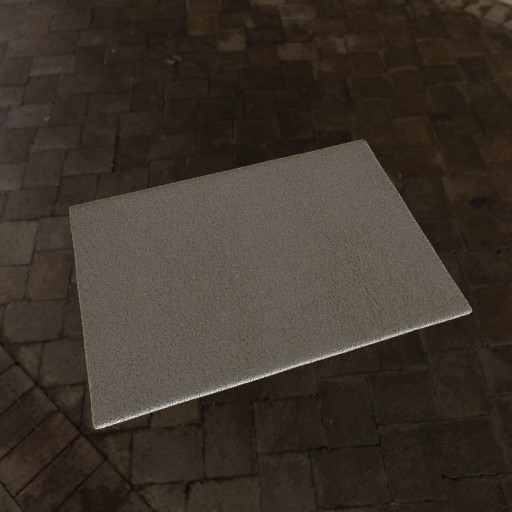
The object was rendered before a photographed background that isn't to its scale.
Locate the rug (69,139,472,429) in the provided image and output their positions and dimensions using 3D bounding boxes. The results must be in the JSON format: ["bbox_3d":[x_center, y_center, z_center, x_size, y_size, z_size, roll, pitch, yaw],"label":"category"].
[{"bbox_3d":[0.000,0.000,2.275,1.778,0.030,1.219,-15,59,-9],"label":"rug"}]
